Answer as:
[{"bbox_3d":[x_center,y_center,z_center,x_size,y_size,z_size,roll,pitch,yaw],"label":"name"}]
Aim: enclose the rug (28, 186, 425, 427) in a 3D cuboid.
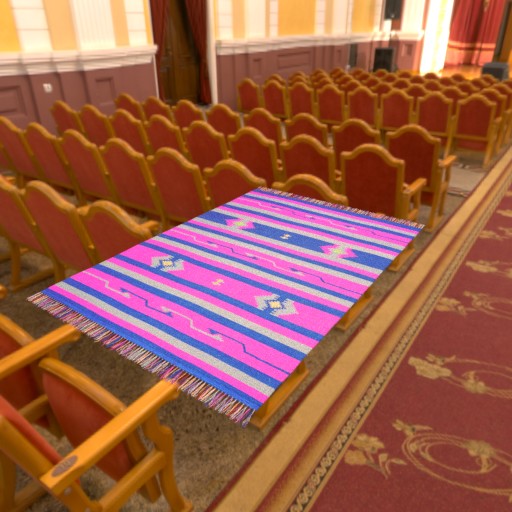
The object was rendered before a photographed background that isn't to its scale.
[{"bbox_3d":[0.000,0.000,2.933,1.539,0.013,2.350,18,33,31],"label":"rug"}]
